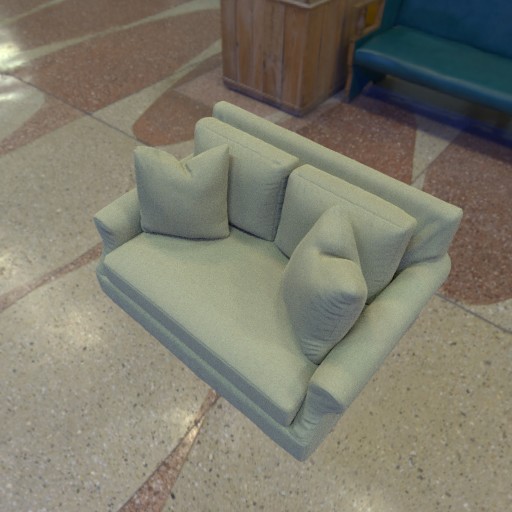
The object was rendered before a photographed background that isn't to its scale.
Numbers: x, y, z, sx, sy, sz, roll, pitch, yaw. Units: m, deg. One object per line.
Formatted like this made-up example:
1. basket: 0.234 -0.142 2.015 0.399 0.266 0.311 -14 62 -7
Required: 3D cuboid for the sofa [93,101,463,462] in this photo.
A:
1. sofa: 0.000 0.000 2.180 1.550 0.905 1.070 33 55 27
